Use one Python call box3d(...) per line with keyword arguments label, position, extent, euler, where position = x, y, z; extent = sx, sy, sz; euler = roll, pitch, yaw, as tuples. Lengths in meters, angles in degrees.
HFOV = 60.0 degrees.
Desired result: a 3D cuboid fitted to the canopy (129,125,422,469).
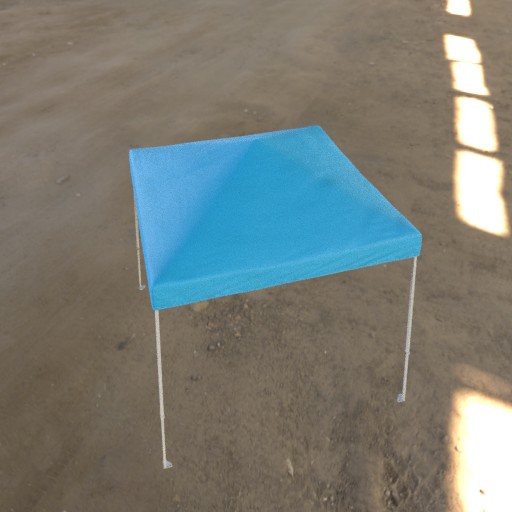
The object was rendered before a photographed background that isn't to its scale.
box3d(label="canopy", position=(0.000, 0.000, 6.399), extent=(3.600, 3.600, 3.599), euler=(-11, 42, -12))
